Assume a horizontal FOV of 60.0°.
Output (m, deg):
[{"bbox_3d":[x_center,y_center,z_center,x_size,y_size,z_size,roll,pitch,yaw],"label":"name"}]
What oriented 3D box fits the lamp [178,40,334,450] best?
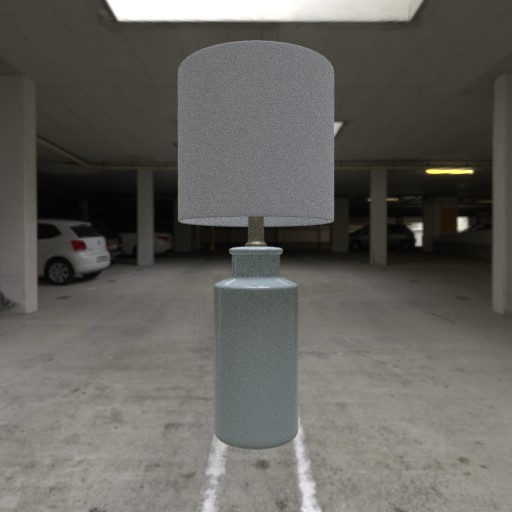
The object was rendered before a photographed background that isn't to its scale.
[{"bbox_3d":[0.000,0.000,0.613,0.212,0.493,0.212,0,1,0],"label":"lamp"}]
